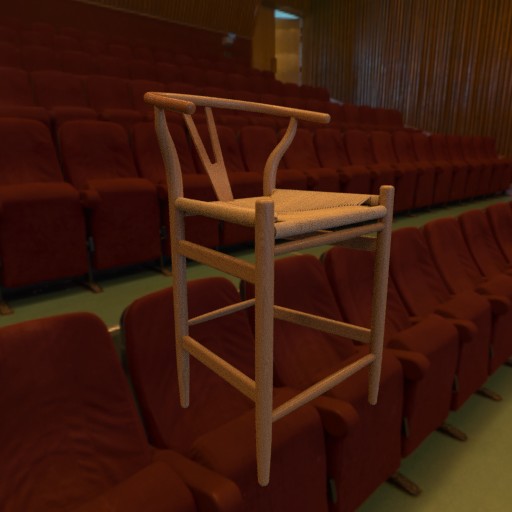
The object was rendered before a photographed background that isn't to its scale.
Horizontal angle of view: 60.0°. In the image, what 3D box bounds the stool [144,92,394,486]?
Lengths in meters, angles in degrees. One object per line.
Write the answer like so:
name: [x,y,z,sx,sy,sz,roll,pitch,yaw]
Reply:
stool: [0.000,0.000,1.283,0.536,0.923,0.575,-13,19,-43]
